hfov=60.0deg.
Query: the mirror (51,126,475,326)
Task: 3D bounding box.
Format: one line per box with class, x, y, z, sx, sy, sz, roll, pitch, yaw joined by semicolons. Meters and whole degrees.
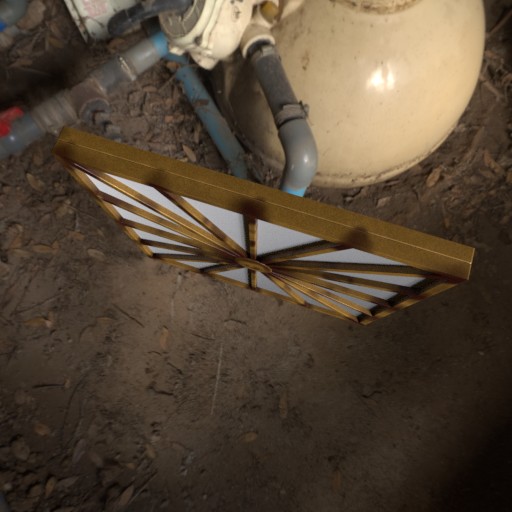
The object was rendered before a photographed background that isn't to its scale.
mirror;0.000;0.000;0.762;0.509;0.507;0.042;17;76;4
